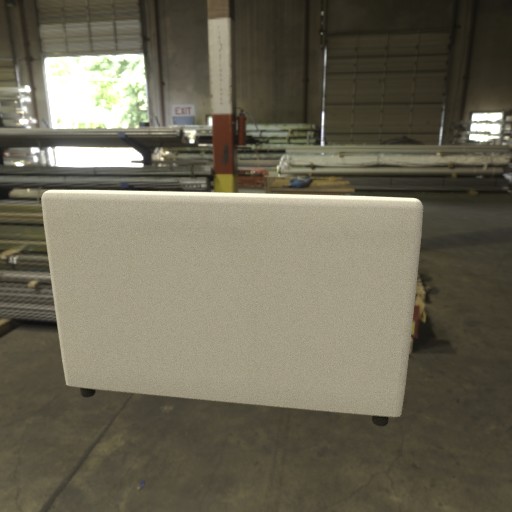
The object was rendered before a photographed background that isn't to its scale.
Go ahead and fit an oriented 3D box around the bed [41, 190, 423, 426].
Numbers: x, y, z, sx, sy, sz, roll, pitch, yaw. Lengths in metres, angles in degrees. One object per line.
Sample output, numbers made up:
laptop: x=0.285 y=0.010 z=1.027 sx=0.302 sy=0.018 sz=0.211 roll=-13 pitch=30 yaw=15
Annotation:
bed: x=0.000 y=0.000 z=3.556 sx=2.119 sy=1.317 sz=2.341 roll=3 pitch=16 yaw=9
